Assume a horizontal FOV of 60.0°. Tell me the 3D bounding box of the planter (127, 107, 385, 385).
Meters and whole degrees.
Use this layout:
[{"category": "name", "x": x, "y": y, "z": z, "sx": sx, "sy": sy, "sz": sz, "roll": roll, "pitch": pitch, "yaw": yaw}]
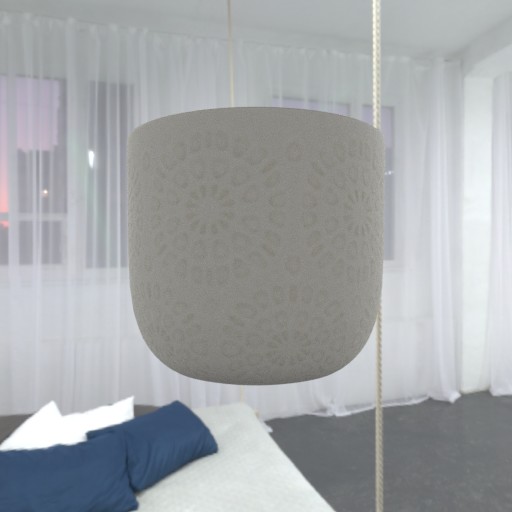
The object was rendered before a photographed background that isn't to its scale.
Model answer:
[{"category": "planter", "x": 0.000, "y": 0.000, "z": 0.222, "sx": 0.124, "sy": 0.109, "sz": 0.124, "roll": 0, "pitch": 0, "yaw": 0}]
